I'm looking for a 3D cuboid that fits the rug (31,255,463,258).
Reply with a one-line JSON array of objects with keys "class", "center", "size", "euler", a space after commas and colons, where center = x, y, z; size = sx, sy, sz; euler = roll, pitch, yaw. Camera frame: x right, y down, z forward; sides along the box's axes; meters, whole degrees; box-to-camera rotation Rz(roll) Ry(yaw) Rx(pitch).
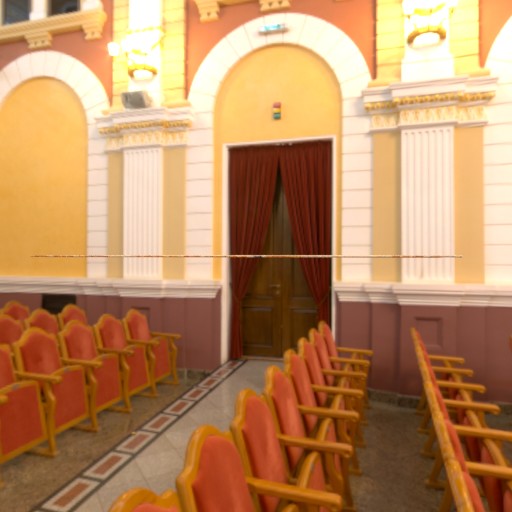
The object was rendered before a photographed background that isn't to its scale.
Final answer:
[{"class": "rug", "center": [0.000, 0.000, 3.077], "size": [2.428, 0.010, 1.533], "euler": [0, 0, 17]}]
